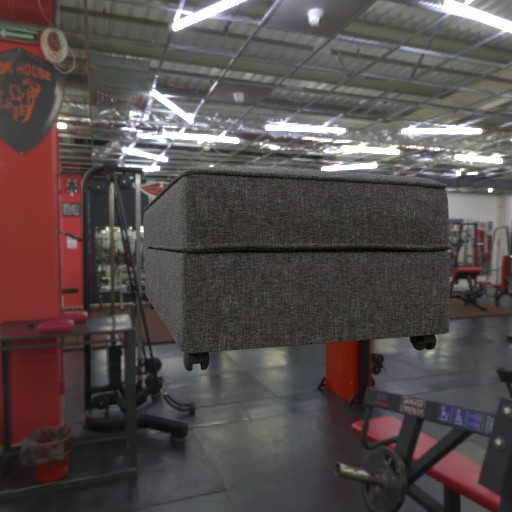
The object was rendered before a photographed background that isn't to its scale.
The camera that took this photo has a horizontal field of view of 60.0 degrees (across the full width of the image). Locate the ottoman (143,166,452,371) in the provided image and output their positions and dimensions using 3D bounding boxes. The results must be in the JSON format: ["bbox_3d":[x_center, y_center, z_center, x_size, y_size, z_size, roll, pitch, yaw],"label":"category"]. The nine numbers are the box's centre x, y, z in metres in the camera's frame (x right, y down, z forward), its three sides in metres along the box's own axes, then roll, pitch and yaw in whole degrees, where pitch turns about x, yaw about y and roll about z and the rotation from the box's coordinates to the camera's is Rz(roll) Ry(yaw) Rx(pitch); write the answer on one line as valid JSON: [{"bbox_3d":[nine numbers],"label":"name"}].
[{"bbox_3d":[0.000,0.000,1.579,0.717,0.487,1.184,-1,2,-18],"label":"ottoman"}]
